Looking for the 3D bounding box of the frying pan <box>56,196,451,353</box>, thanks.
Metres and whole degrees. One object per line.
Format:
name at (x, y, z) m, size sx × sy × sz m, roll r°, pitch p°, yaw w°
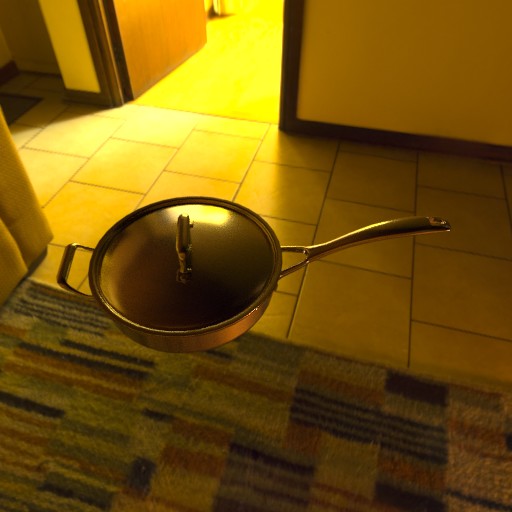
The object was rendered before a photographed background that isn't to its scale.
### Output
frying pan at (0.000, 0.000, 0.658) m, size 0.561 × 0.114 × 0.280 m, roll -3°, pitch 46°, yaw -3°
